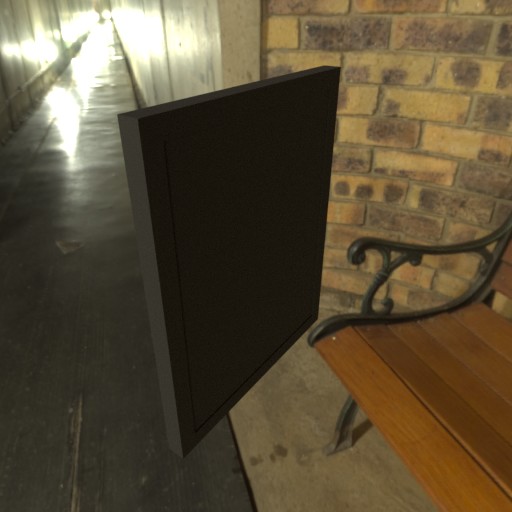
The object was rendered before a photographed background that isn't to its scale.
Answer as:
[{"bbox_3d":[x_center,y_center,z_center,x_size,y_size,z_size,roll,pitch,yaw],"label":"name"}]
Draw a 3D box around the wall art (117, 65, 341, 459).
[{"bbox_3d":[0.000,0.000,0.765,0.033,0.559,0.457,20,36,30],"label":"wall art"}]
